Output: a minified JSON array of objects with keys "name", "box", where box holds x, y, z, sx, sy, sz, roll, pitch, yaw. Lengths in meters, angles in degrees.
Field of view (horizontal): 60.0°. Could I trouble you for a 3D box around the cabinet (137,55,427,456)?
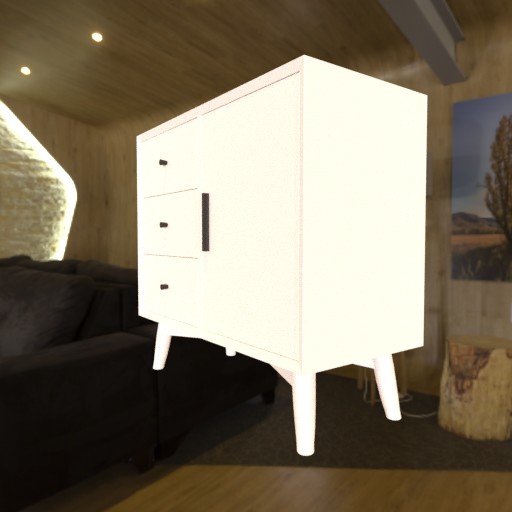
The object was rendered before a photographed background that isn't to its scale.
[{"name":"cabinet","box":[0.000,0.000,1.245,0.398,0.761,0.800,-2,3,-36]}]
